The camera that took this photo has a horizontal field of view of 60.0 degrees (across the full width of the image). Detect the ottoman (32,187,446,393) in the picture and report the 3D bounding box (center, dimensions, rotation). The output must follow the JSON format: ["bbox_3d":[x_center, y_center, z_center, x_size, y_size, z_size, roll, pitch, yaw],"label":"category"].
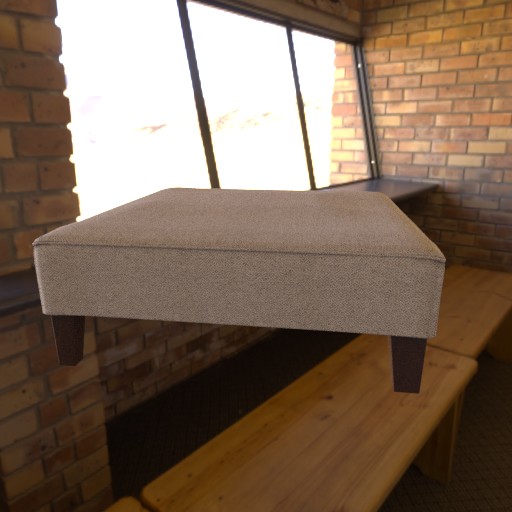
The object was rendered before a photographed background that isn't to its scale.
[{"bbox_3d":[0.000,0.000,1.503,0.973,0.381,0.982,2,16,8],"label":"ottoman"}]
